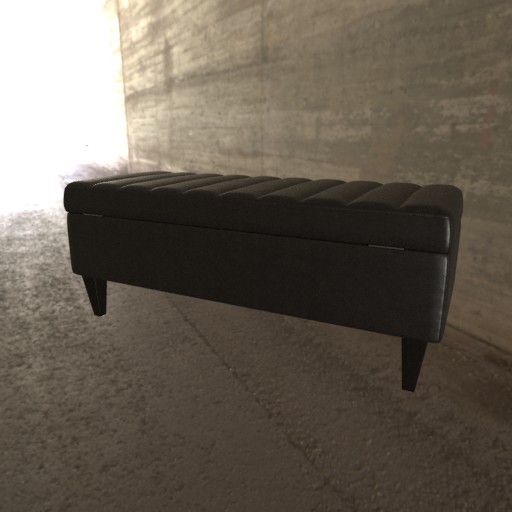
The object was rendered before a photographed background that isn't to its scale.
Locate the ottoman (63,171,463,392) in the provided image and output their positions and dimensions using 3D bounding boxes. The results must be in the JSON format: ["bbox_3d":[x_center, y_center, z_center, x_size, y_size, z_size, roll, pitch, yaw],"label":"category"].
[{"bbox_3d":[0.000,0.000,1.407,1.151,0.469,0.482,8,17,25],"label":"ottoman"}]
